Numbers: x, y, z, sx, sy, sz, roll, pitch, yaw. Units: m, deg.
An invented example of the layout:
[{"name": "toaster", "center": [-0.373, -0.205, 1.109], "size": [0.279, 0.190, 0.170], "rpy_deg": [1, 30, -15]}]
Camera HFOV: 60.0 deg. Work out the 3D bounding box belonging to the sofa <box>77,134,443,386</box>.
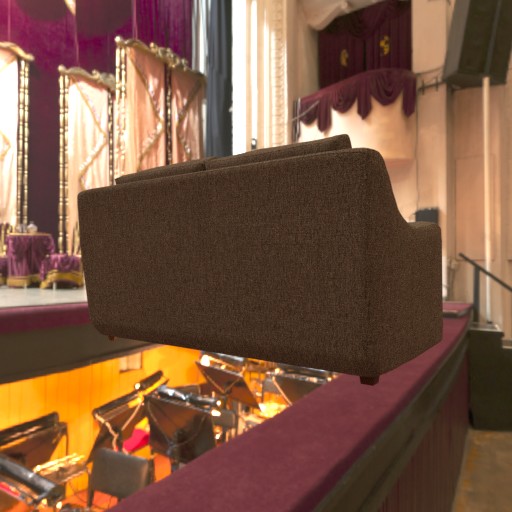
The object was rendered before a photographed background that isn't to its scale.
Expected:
[{"name": "sofa", "center": [0.000, 0.000, 2.443], "size": [1.778, 0.991, 1.120], "rpy_deg": [0, -1, 36]}]
